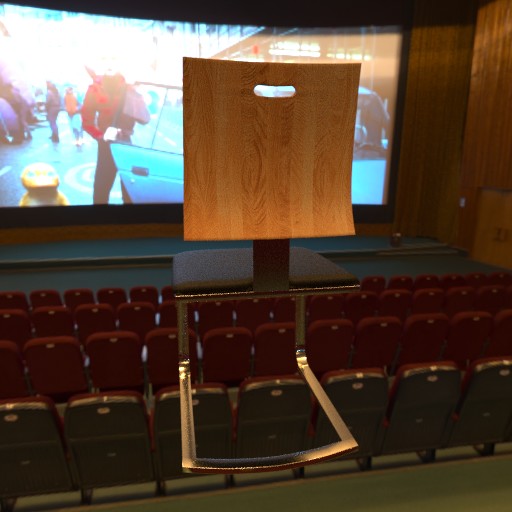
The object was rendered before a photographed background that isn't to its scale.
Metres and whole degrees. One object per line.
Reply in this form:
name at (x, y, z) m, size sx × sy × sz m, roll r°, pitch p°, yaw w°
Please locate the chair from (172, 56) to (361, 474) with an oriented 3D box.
chair at (0.000, 0.000, 1.227) m, size 0.462 × 0.936 × 0.560 m, roll -2°, pitch 14°, yaw -10°
